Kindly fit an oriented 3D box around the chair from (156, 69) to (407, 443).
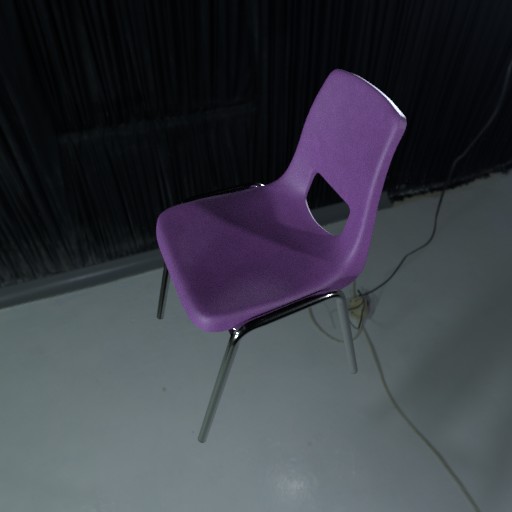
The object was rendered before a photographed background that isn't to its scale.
[{"bbox_3d":[0.000,0.000,0.918,0.432,0.654,0.381,-17,48,-16],"label":"chair"}]
